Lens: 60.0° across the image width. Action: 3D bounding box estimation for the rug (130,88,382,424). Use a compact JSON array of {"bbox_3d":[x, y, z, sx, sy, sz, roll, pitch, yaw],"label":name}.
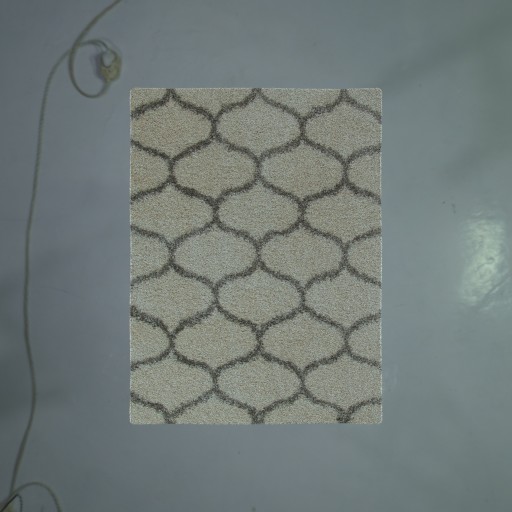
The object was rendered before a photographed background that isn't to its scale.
[{"bbox_3d":[0.000,0.000,2.114,1.200,0.025,1.600,0,90,0],"label":"rug"}]
